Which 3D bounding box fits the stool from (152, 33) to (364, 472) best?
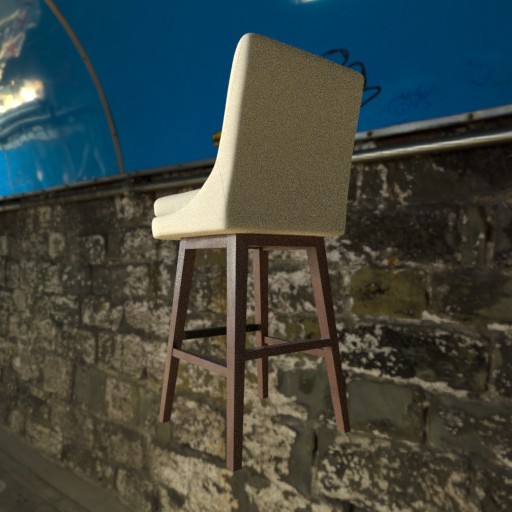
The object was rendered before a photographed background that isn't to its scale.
[{"bbox_3d":[0.000,0.000,1.403,0.483,1.093,0.559,0,0,-37],"label":"stool"}]
